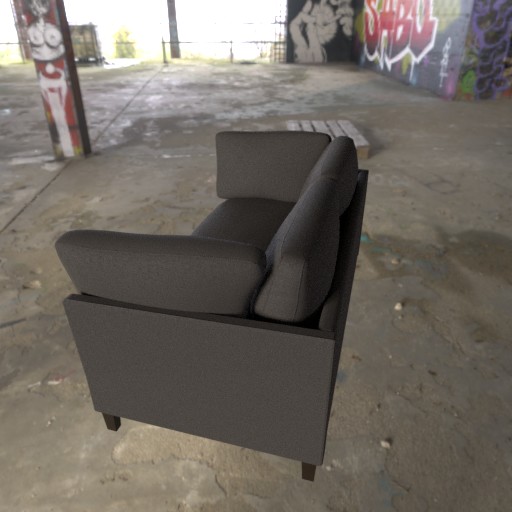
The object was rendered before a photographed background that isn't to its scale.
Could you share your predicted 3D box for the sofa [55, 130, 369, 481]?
[{"bbox_3d":[0.000,0.000,2.241,0.969,0.920,1.751,8,30,14],"label":"sofa"}]
